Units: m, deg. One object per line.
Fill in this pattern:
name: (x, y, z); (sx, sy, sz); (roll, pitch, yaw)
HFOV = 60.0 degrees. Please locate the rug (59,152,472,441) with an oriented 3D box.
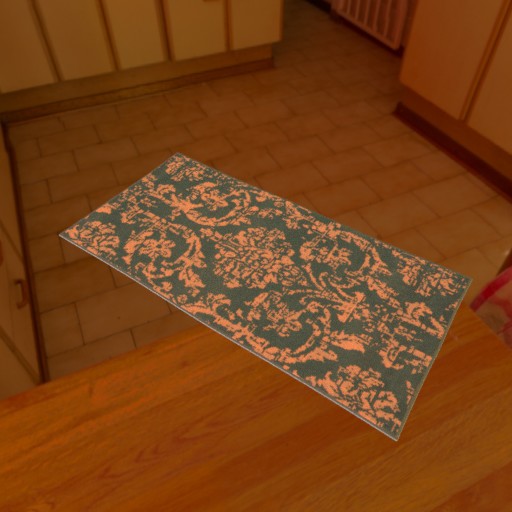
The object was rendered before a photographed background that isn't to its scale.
rug: (0.000, 0.000, 1.444); (1.219, 0.007, 0.604); (27, 52, 23)
